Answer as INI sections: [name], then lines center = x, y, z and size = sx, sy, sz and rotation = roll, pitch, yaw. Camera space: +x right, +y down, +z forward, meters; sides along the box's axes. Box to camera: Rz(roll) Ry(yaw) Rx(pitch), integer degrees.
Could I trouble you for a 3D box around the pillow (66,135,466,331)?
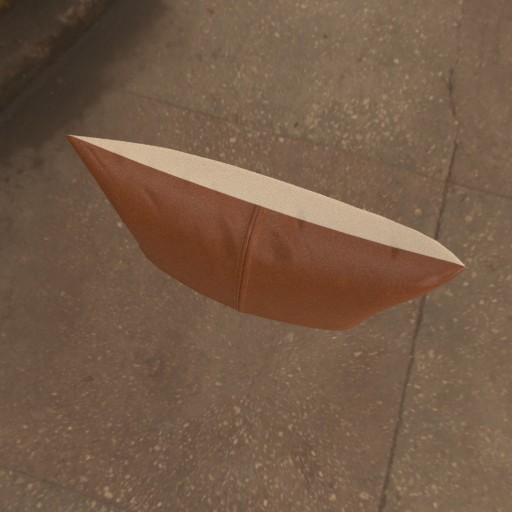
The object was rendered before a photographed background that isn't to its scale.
[pillow]
center = 0.000, 0.000, 0.748
size = 0.501, 0.477, 0.192
rotation = 19, 76, 5
